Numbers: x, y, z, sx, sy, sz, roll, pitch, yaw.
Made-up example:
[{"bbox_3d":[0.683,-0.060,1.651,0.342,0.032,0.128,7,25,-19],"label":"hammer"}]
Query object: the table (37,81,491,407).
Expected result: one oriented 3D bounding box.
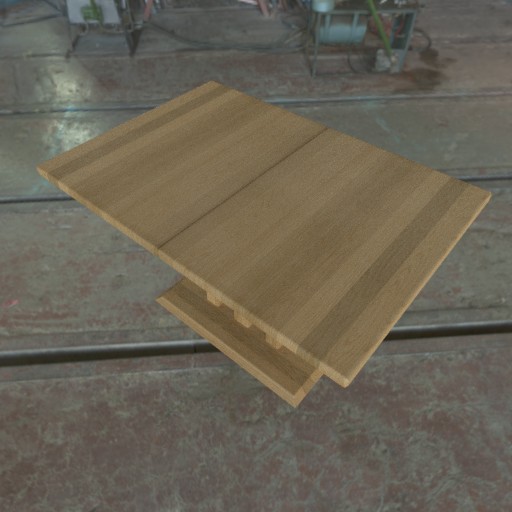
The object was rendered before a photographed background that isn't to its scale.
[{"bbox_3d":[0.000,0.000,1.799,1.300,0.770,0.900,31,54,27],"label":"table"}]
